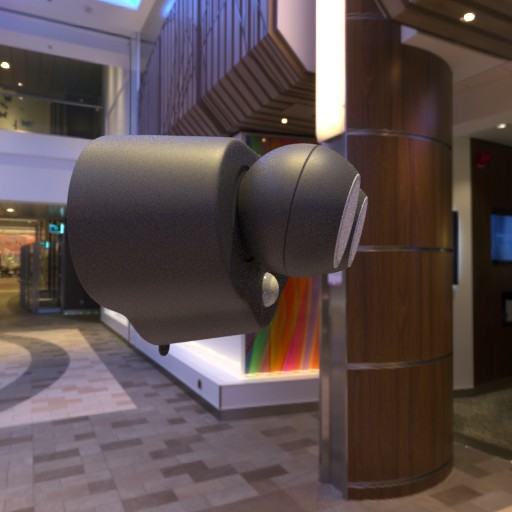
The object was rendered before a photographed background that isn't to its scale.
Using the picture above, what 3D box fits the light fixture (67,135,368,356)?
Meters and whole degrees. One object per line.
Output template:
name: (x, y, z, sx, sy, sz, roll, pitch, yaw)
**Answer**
light fixture: (0.000, 0.000, 0.334, 0.159, 0.159, 0.229, 0, -1, 17)
